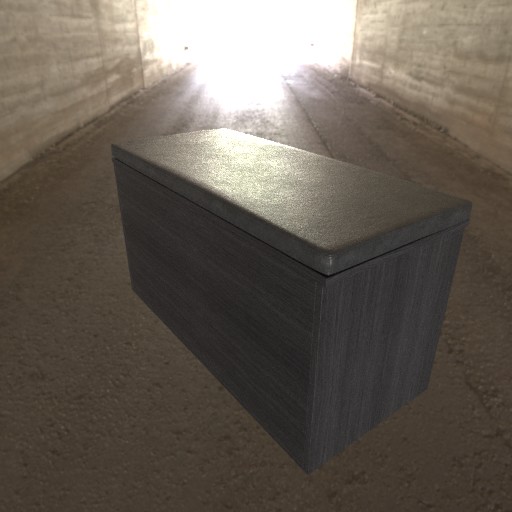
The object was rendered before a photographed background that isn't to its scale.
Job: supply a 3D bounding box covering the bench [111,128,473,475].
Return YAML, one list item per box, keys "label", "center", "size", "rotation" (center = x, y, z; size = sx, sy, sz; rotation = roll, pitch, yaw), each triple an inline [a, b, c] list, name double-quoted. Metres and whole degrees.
- label: "bench"
  center: [0.000, 0.000, 1.196]
  size: [0.401, 0.501, 0.905]
  rotation: [-19, 32, -32]
